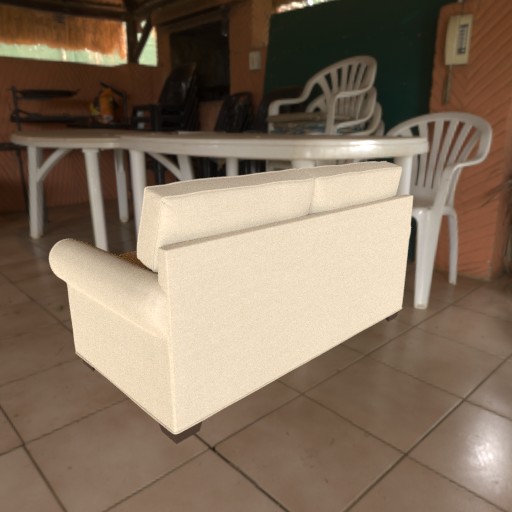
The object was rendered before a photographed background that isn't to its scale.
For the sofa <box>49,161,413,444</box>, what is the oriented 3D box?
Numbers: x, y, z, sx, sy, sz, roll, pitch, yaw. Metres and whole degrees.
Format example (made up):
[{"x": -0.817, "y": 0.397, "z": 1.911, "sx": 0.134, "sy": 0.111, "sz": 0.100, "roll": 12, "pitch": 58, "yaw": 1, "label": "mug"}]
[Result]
[{"x": 0.000, "y": 0.000, "z": 2.294, "sx": 1.774, "sy": 0.933, "sz": 0.861, "roll": -15, "pitch": 23, "yaw": -42, "label": "sofa"}]
